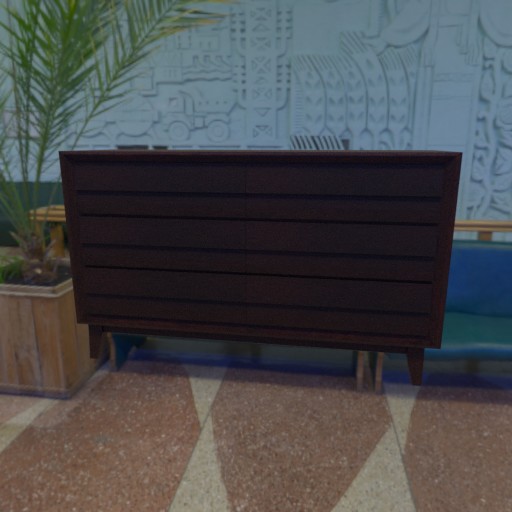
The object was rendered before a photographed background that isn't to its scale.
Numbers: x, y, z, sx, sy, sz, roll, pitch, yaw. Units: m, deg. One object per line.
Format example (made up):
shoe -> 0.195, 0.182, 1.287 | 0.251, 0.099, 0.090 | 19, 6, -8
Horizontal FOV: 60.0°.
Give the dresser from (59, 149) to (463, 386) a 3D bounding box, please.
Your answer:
dresser -> 0.000, 0.000, 2.098 | 1.609, 0.971, 0.499 | 2, 14, 9
